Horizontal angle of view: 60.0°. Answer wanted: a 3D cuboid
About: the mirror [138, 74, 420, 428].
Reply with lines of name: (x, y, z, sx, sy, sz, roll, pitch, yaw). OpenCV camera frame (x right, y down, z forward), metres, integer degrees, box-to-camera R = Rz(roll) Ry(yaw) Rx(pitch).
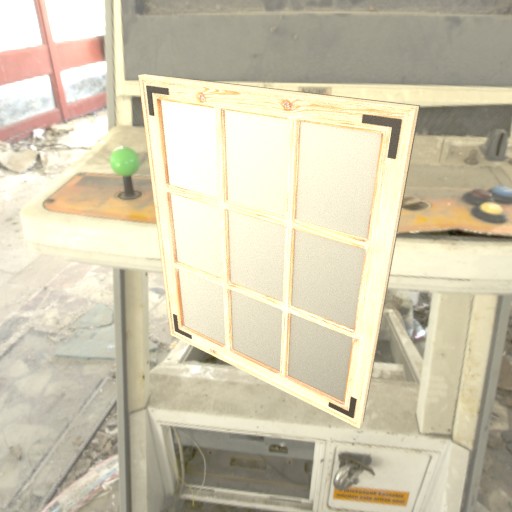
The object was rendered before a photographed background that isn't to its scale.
mirror: (0.000, 0.000, 1.227, 0.730, 0.882, 0.032, 19, 35, 29)
